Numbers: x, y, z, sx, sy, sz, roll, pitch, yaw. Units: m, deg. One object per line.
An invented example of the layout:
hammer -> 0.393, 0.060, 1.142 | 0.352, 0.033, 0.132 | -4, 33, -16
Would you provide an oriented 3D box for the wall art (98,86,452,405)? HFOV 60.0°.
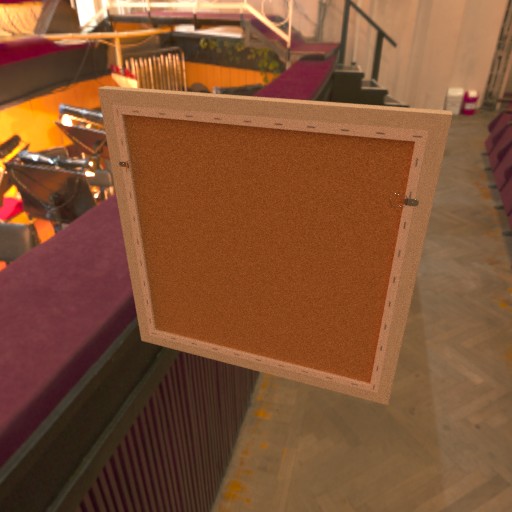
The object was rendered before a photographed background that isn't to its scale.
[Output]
wall art -> 0.000, 0.000, 1.488 | 1.016, 1.016, 0.045 | 10, 32, 17
